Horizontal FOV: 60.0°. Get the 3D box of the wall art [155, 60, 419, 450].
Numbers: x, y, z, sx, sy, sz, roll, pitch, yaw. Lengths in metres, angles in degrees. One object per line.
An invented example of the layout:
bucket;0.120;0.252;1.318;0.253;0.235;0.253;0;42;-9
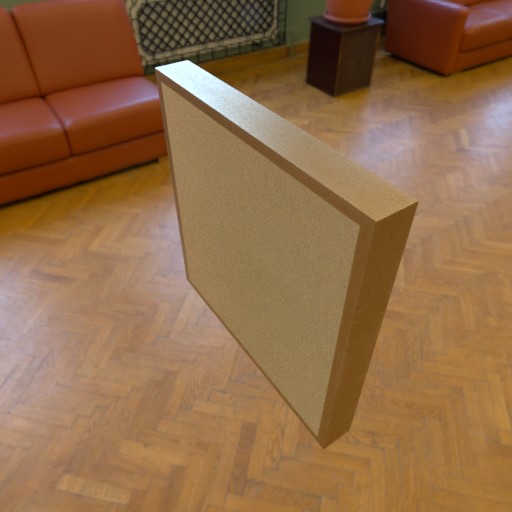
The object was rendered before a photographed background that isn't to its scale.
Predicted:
wall art;0.000;0.000;0.465;0.038;0.305;0.306;-25;48;-25
